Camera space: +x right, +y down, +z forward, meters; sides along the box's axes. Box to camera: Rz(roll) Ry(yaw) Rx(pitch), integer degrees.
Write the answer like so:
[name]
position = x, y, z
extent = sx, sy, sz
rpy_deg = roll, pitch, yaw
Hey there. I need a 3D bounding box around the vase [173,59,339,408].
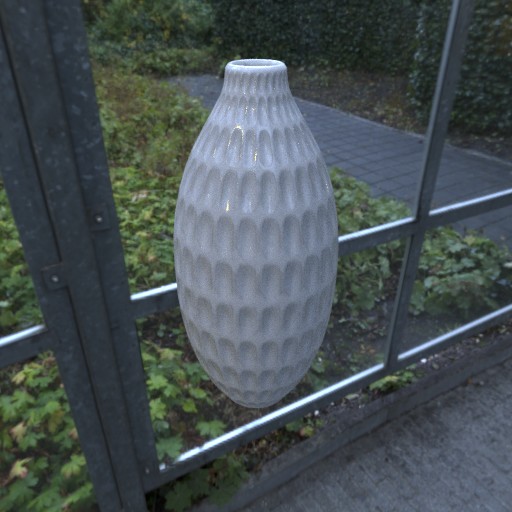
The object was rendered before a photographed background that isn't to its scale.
[vase]
position = 0.000, 0.000, 0.350
extent = 0.127, 0.282, 0.127
rpy_deg = 0, 31, 0
